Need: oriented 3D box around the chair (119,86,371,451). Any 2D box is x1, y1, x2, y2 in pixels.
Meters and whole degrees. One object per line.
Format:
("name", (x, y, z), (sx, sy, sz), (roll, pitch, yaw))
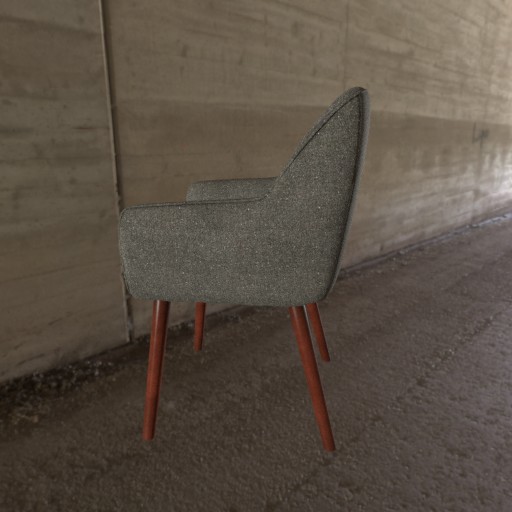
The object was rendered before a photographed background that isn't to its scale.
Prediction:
("chair", (0.000, 0.000, 1.169), (0.519, 0.803, 0.543), (2, 15, 7))
